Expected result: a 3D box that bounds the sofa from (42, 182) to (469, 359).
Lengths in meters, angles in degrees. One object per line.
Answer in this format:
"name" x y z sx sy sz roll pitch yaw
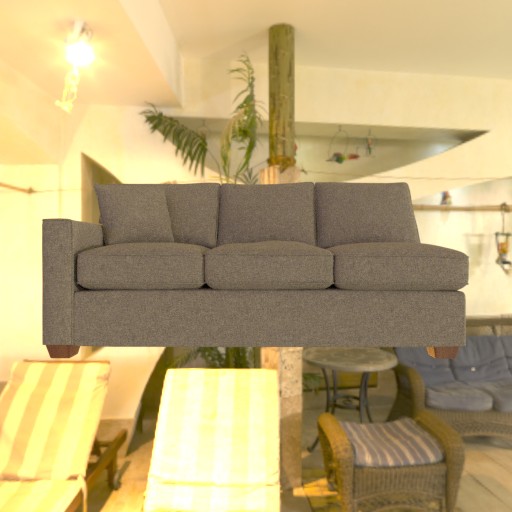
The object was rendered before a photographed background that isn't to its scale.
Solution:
"sofa" 0.000 0.000 2.494 1.963 0.946 1.034 0 0 0
